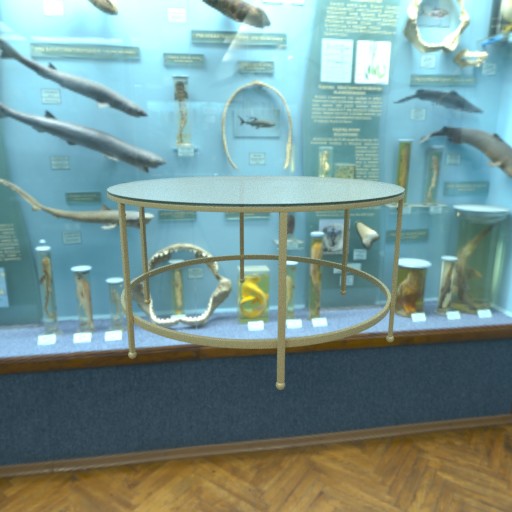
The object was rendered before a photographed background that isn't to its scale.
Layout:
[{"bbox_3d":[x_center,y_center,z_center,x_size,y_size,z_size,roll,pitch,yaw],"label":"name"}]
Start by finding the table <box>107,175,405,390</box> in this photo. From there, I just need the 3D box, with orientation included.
[{"bbox_3d":[0.000,0.000,1.488,0.914,0.470,0.914,0,14,0],"label":"table"}]
